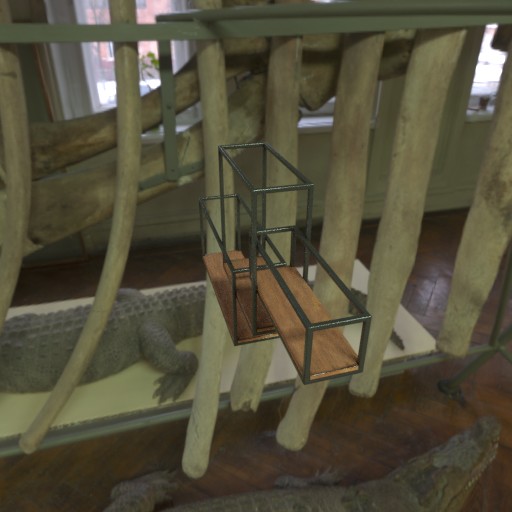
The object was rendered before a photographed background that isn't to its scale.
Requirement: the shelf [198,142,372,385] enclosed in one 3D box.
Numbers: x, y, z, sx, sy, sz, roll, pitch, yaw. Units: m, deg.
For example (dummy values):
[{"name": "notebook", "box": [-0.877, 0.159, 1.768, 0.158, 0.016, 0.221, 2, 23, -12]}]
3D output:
[{"name": "shelf", "box": [0.000, 0.000, 2.156, 0.275, 0.972, 1.781, -8, 30, -14]}]
